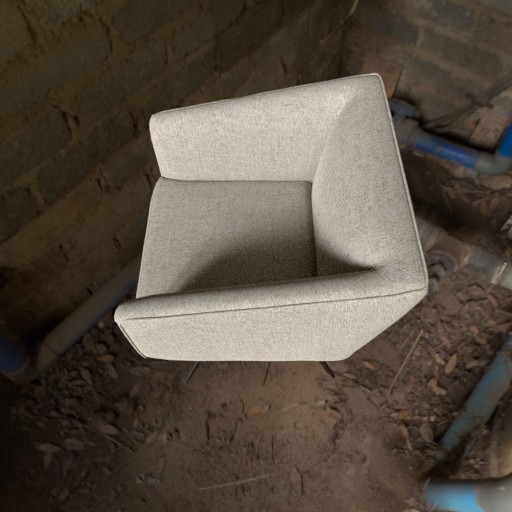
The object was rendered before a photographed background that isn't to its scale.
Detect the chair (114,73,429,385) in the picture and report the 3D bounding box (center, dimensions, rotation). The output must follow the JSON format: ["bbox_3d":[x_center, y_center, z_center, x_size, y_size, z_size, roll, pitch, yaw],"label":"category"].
[{"bbox_3d":[0.000,0.000,1.260,0.623,0.760,0.628,0,59,0],"label":"chair"}]
